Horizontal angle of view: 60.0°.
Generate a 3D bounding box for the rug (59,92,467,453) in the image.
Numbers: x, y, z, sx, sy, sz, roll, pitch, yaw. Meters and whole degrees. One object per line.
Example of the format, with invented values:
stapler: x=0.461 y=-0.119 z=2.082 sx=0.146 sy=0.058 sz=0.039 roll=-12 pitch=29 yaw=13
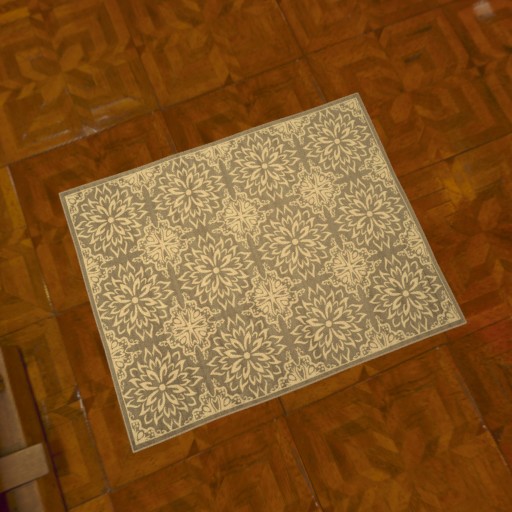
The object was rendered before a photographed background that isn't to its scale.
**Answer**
rug: x=0.000 y=0.000 z=3.925 sx=2.980 sy=0.012 sz=2.363 roll=-20 pitch=78 yaw=-4
